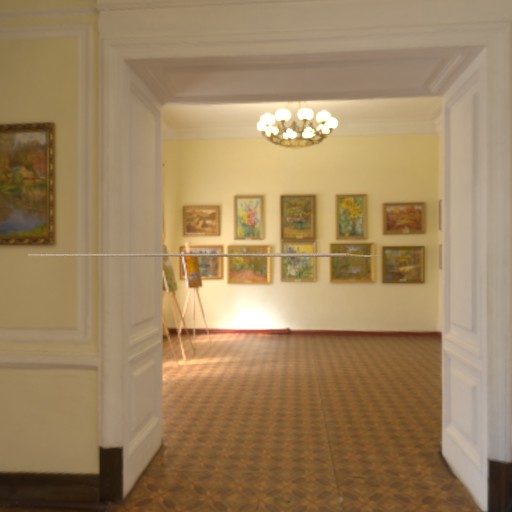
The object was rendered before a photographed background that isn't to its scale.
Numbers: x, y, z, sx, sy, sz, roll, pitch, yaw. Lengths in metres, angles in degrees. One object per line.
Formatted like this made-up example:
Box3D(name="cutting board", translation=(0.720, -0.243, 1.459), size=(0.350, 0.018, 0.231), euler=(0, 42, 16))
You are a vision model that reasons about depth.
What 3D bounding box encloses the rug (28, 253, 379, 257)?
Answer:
Box3D(name="rug", translation=(0.000, 0.000, 3.066), size=(1.527, 0.016, 2.442), euler=(0, 0, 18))
